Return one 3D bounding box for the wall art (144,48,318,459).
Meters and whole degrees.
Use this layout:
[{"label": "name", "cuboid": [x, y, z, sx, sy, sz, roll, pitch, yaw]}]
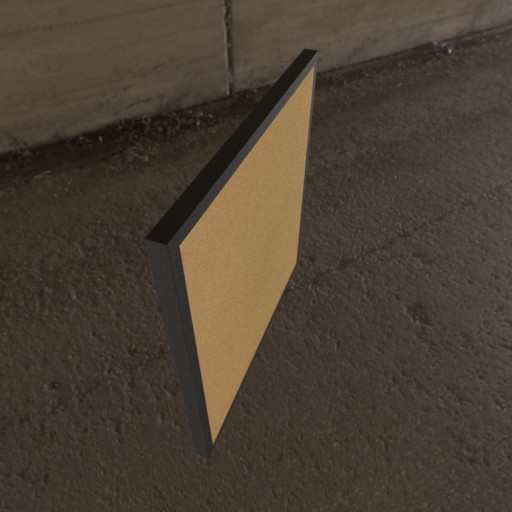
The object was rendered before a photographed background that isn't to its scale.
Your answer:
[{"label": "wall art", "cuboid": [0.000, 0.000, 1.132, 0.037, 0.760, 0.762, 15, 47, 15]}]
